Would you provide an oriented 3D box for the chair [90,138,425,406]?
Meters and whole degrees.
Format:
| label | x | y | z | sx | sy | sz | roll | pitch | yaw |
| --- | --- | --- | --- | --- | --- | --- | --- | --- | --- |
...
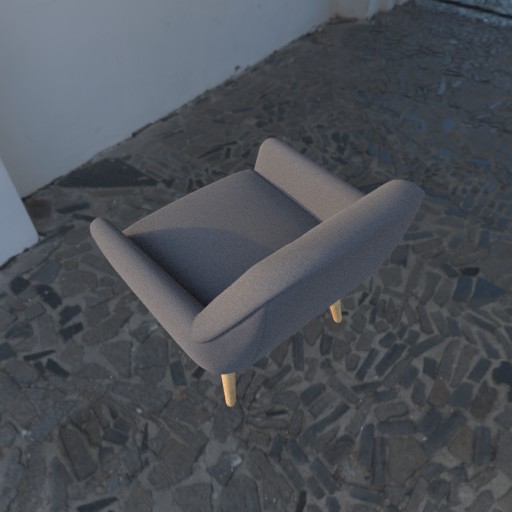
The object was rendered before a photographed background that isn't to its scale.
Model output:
| label | x | y | z | sx | sy | sz | roll | pitch | yaw |
| --- | --- | --- | --- | --- | --- | --- | --- | --- | --- |
| chair | 0.000 | 0.000 | 1.424 | 0.770 | 0.800 | 0.779 | -32 | 54 | -26 |
